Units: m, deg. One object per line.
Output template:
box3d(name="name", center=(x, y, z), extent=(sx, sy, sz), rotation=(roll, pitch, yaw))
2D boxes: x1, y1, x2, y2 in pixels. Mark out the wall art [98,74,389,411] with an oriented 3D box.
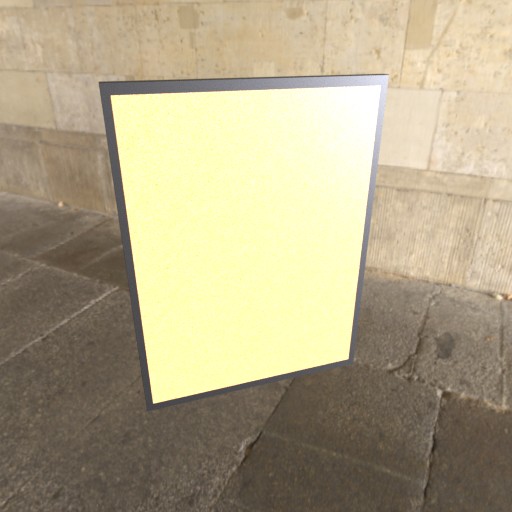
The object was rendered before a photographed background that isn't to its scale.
box3d(name="wall art", center=(0.000, 0.000, 1.372), extent=(0.774, 1.027, 0.030), rotation=(-8, 28, -16))
